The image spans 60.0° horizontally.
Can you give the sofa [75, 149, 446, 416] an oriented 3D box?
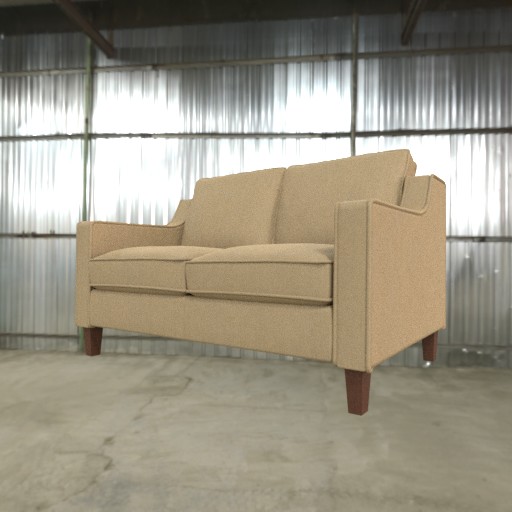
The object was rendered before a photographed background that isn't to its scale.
[{"bbox_3d":[0.000,0.000,2.112,1.501,0.971,0.987,0,0,36],"label":"sofa"}]
